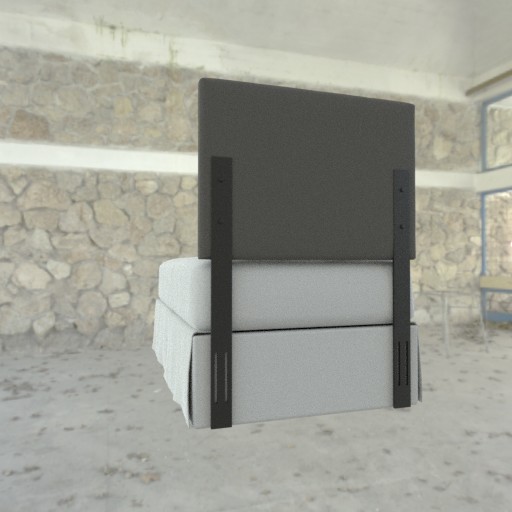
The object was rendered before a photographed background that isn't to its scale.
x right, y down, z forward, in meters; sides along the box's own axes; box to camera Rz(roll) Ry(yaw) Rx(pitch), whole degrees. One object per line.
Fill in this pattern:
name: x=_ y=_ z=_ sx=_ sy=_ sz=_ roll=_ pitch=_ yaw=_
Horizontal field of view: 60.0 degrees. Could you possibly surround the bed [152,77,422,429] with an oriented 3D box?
bed: x=0.000 y=0.000 z=3.059 sx=1.261 sy=1.571 sz=1.997 roll=0 pitch=-1 yaw=-17
